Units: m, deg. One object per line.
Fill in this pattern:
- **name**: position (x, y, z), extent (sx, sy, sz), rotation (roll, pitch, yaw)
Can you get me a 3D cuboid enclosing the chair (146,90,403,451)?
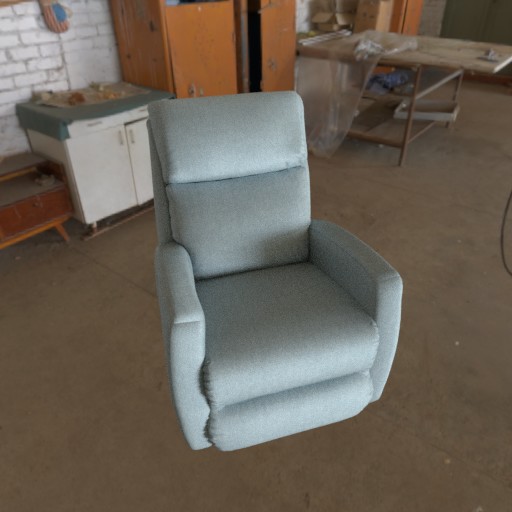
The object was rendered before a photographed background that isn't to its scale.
- **chair**: position (0.000, 0.000, 1.670), extent (0.794, 1.016, 0.940), rotation (-10, 35, -14)
